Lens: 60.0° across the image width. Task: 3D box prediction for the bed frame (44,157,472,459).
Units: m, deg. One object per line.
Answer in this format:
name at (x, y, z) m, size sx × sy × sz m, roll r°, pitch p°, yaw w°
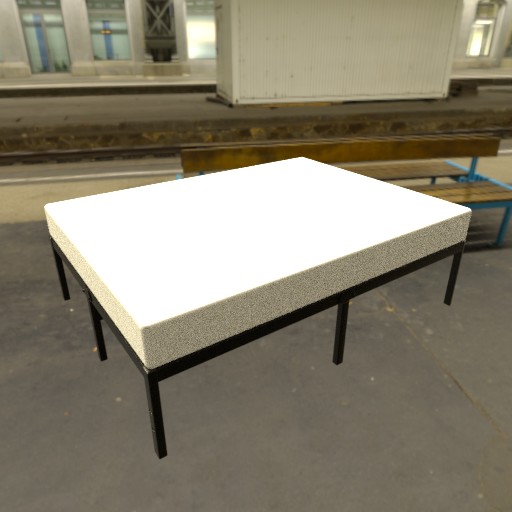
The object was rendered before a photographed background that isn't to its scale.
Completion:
bed frame at (0.000, 0.000, 2.771) m, size 2.072 × 0.659 × 1.557 m, roll -17°, pitch 31°, yaw -31°
